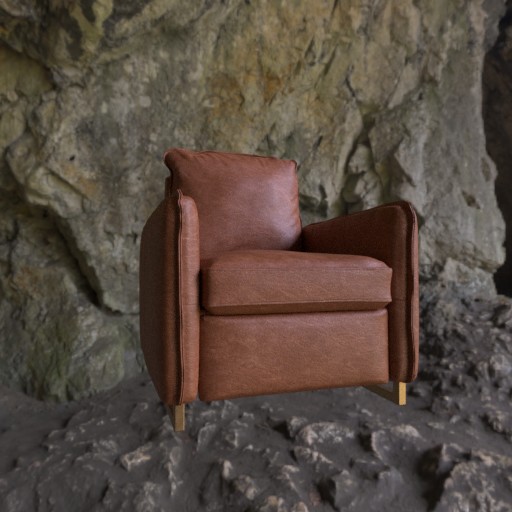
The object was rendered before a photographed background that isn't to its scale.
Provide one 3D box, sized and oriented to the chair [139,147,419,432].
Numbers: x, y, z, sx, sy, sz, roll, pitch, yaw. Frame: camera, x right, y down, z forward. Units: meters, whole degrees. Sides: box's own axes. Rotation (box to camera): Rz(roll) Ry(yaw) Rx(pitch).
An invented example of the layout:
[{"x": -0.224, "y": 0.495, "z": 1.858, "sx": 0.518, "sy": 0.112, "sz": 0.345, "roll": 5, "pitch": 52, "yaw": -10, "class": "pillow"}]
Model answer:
[{"x": 0.000, "y": 0.000, "z": 1.649, "sx": 0.830, "sy": 0.922, "sz": 0.922, "roll": 0, "pitch": -1, "yaw": -18, "class": "chair"}]
